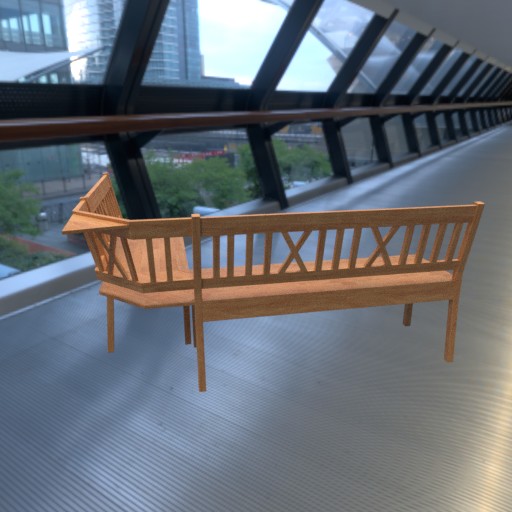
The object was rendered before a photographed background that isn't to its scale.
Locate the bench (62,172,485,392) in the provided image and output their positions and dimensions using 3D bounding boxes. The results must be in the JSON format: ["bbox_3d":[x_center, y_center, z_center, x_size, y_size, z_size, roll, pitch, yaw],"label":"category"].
[{"bbox_3d":[0.000,0.000,2.804,1.937,0.902,1.537,-4,18,-11],"label":"bench"}]
